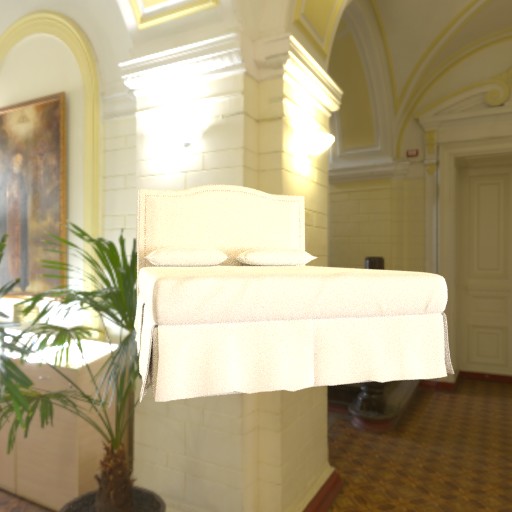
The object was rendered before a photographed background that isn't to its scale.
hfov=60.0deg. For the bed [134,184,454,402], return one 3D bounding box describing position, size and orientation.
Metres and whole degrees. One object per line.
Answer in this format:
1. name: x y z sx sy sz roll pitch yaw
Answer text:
1. bed: 0.000 0.000 3.435 1.821 1.436 2.282 0 0 -17
